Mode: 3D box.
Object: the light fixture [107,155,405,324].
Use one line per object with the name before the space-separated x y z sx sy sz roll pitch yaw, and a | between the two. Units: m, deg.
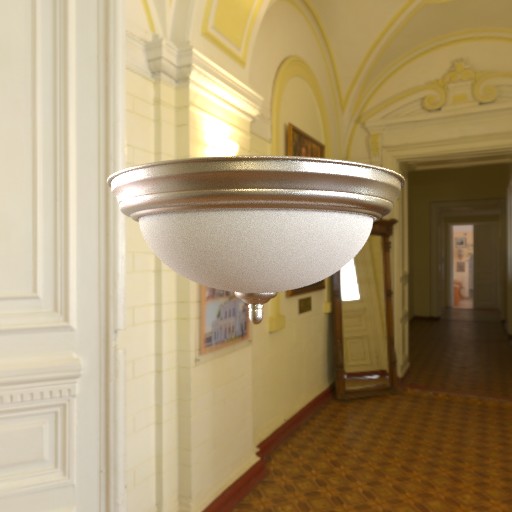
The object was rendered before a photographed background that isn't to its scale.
light fixture | 0.000 0.000 0.438 0.280 0.135 0.280 0 0 0
